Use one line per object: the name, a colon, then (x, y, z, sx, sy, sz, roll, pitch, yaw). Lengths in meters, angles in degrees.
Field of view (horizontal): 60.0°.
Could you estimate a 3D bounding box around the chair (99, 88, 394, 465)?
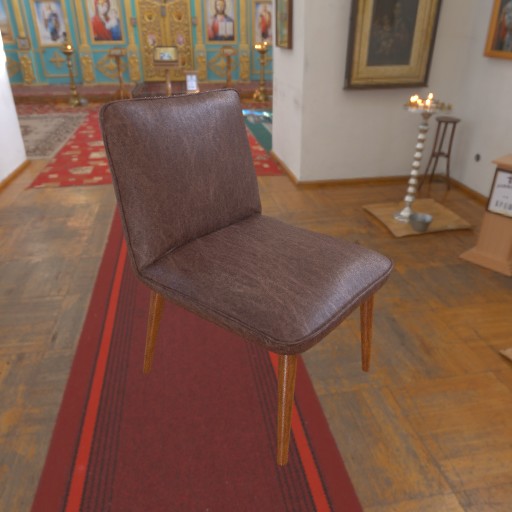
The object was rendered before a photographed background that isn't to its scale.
chair: (0.000, 0.000, 1.211, 0.645, 0.803, 0.543, 17, 31, 31)
